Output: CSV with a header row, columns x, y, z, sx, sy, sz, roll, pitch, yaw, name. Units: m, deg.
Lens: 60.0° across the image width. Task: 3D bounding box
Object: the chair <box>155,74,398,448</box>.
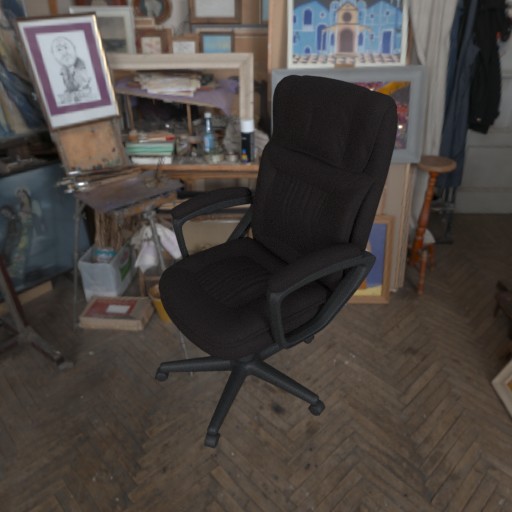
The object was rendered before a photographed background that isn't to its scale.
x,y,z,sx,sy,sz,roll,pitch,yaw,name
0.000,0.000,1.548,0.724,1.105,0.667,-21,37,-31,chair
